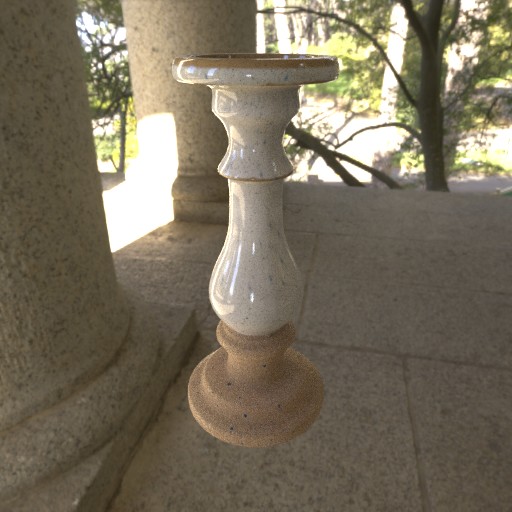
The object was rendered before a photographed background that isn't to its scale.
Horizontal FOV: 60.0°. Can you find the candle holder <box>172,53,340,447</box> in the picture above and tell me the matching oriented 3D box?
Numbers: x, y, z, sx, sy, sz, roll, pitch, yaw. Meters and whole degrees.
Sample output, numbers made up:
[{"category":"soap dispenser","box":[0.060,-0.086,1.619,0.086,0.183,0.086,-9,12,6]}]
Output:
[{"category":"candle holder","box":[0.000,0.000,0.246,0.088,0.203,0.088,0,26,0]}]
